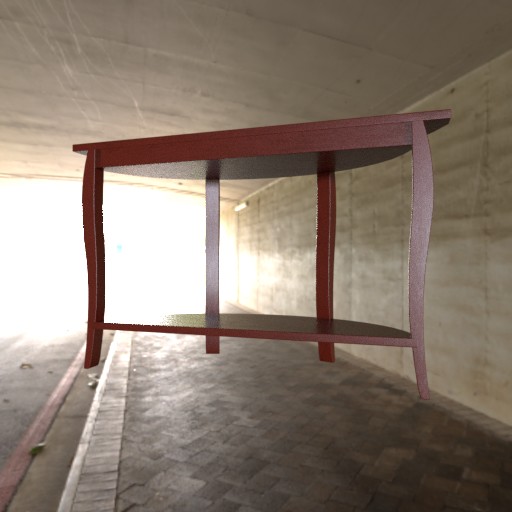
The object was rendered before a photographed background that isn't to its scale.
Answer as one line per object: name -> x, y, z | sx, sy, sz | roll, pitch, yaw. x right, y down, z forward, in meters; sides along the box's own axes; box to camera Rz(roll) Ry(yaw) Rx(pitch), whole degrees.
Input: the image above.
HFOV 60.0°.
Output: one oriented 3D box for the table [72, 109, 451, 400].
table -> 0.000, 0.000, 1.555 | 1.219, 0.779, 0.405 | 0, 0, 18
